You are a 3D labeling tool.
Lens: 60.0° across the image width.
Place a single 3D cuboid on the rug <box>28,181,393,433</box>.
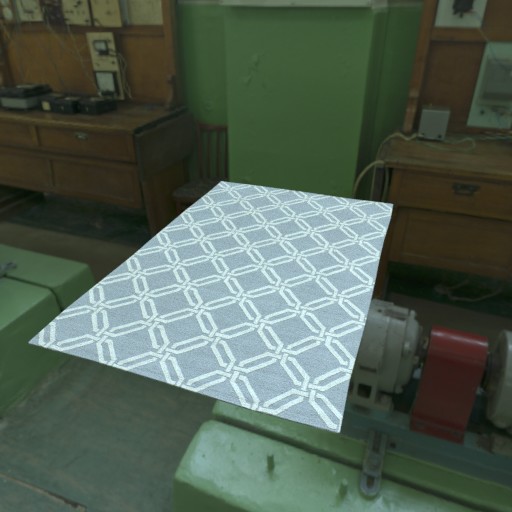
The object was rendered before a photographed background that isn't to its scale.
[{"bbox_3d":[0.000,0.000,2.147,1.148,0.010,1.754,10,32,17],"label":"rug"}]
